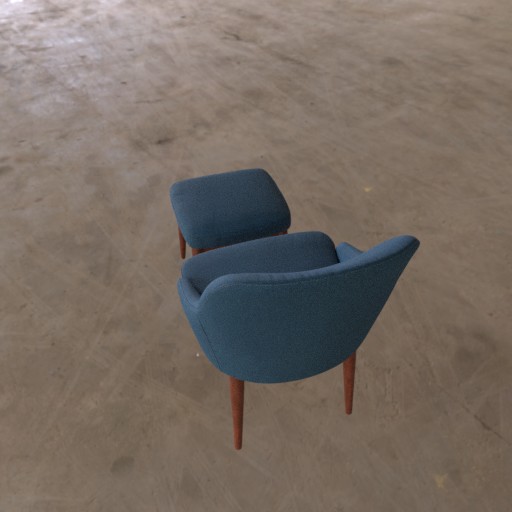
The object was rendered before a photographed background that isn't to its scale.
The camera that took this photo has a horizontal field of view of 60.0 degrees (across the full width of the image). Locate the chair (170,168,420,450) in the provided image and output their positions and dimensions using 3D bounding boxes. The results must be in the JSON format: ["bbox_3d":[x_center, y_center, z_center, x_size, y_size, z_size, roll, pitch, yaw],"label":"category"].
[{"bbox_3d":[0.000,0.000,1.541,0.584,0.866,1.114,-12,44,-13],"label":"chair"}]
